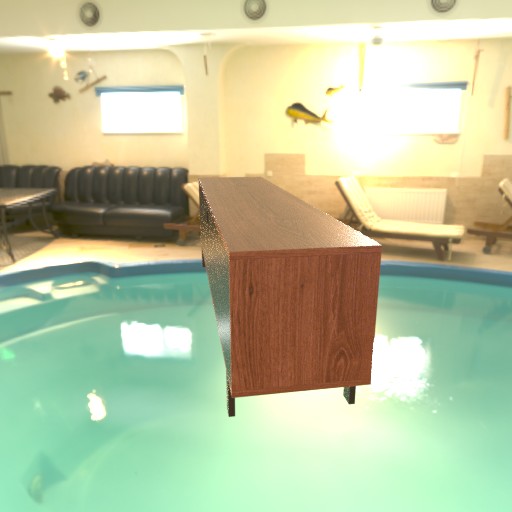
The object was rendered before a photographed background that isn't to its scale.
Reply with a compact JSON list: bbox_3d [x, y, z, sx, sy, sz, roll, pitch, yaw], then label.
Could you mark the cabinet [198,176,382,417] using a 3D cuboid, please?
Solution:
[{"bbox_3d":[0.000,0.000,1.887,0.400,0.500,1.650,-3,16,-9],"label":"cabinet"}]
